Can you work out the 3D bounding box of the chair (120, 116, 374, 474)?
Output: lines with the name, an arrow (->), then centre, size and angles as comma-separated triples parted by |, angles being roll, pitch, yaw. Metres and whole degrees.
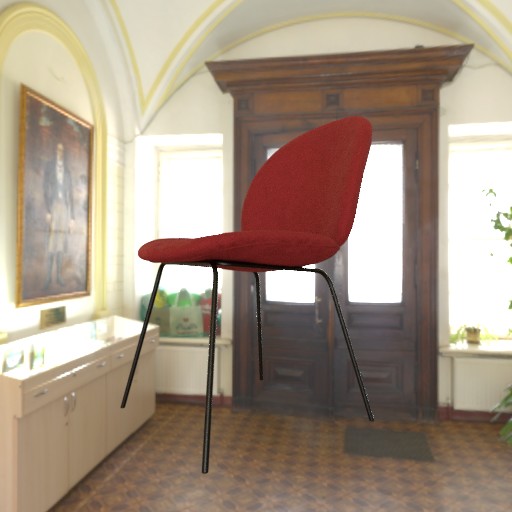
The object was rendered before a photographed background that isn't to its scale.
chair -> 0.000, 0.000, 1.140 | 0.587, 0.791, 0.458 | 0, -1, -36
